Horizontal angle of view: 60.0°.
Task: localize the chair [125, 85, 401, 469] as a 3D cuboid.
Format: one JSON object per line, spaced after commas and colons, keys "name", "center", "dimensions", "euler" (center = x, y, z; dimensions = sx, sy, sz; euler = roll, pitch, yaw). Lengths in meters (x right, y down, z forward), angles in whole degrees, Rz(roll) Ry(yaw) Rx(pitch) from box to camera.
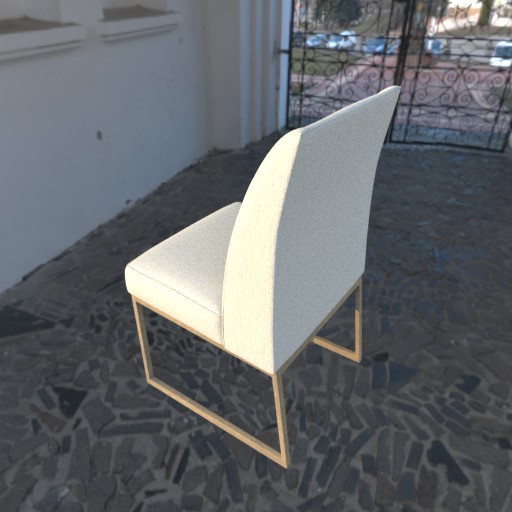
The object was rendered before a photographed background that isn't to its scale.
{"name": "chair", "center": [0.000, 0.000, 1.204], "dimensions": [0.522, 0.863, 0.508], "euler": [20, 37, 29]}
